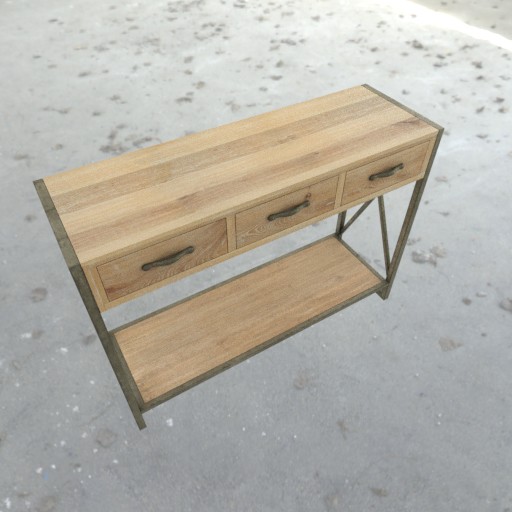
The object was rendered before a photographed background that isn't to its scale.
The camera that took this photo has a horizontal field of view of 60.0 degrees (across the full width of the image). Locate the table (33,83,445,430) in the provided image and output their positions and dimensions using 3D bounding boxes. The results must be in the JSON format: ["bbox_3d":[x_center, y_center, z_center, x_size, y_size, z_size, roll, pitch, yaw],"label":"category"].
[{"bbox_3d":[0.000,0.000,1.436,1.059,0.763,0.361,-23,50,-21],"label":"table"}]
